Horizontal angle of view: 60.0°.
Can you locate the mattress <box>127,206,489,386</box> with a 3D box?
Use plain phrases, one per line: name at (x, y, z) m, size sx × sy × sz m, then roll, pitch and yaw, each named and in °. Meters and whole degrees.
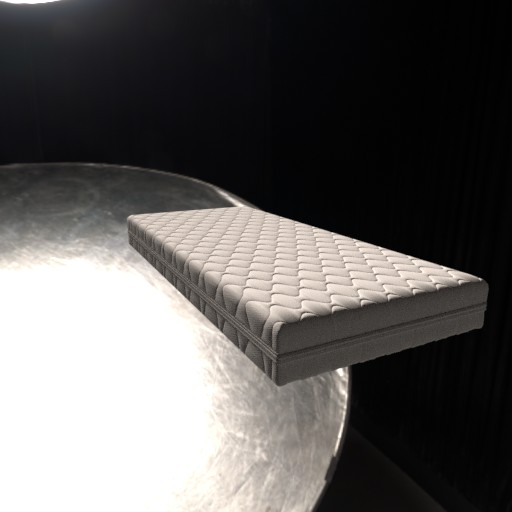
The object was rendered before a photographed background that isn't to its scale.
mattress at (0.000, 0.000, 2.297) m, size 0.900 × 0.200 × 2.000 m, roll -8°, pitch 17°, yaw -26°
